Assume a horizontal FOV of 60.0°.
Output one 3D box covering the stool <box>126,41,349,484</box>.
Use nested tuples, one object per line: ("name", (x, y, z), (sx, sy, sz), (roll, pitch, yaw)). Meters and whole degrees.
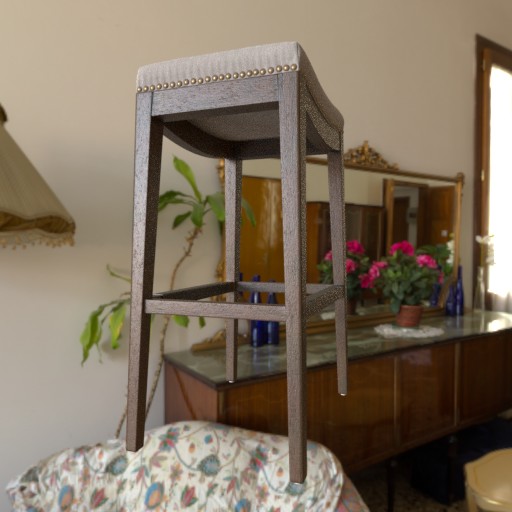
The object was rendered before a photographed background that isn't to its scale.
("stool", (0.000, 0.000, 1.032), (0.356, 0.762, 0.508), (0, 1, 20))
